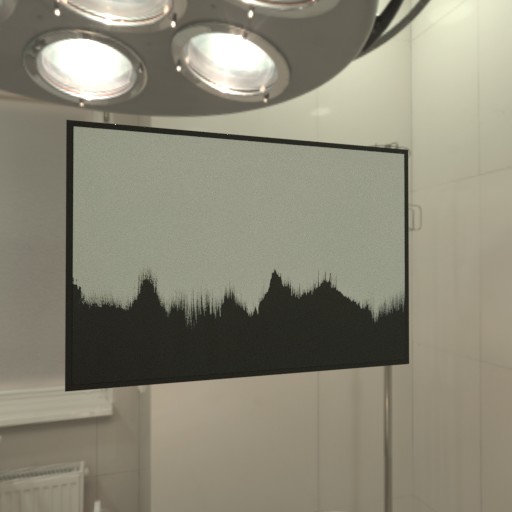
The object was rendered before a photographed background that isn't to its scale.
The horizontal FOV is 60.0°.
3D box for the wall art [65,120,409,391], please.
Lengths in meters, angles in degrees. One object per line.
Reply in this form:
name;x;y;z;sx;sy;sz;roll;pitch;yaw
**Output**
wall art;0.000;0.000;0.833;0.659;0.446;0.022;0;-1;-17
